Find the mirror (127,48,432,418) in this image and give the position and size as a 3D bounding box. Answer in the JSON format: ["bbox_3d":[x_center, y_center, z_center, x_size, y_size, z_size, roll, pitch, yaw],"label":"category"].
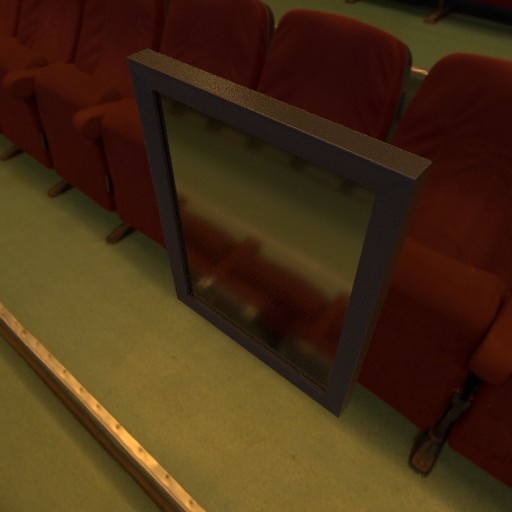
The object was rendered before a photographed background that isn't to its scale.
[{"bbox_3d":[0.000,0.000,0.679,0.405,0.508,0.041,31,54,26],"label":"mirror"}]
